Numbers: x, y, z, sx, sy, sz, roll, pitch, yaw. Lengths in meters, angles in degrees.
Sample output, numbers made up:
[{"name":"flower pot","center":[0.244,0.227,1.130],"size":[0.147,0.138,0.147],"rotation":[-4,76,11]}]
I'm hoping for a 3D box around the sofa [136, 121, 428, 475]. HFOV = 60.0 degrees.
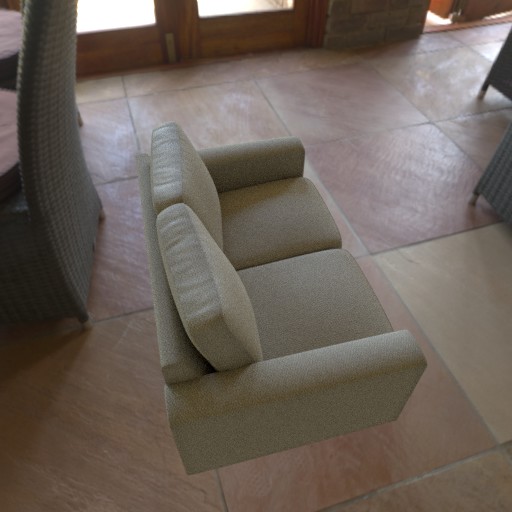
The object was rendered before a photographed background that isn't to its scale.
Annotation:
[{"name":"sofa","center":[0.000,0.000,2.194],"size":[1.016,0.873,1.616],"rotation":[-11,48,-10]}]
